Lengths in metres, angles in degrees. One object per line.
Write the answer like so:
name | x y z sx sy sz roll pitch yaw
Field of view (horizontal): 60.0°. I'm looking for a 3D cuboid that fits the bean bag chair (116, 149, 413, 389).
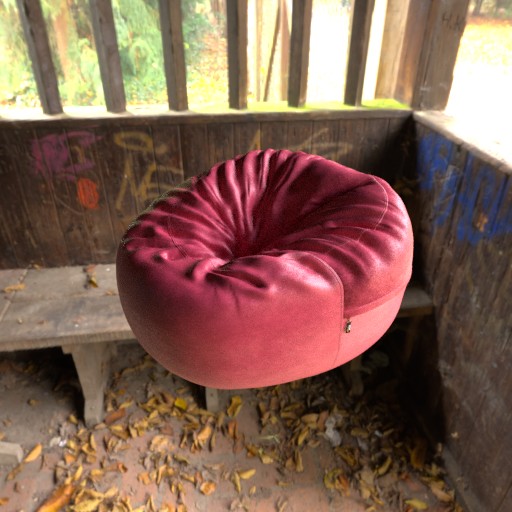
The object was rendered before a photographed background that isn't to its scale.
bean bag chair | 0.000 0.000 2.512 1.524 0.878 1.524 -21 38 -30
